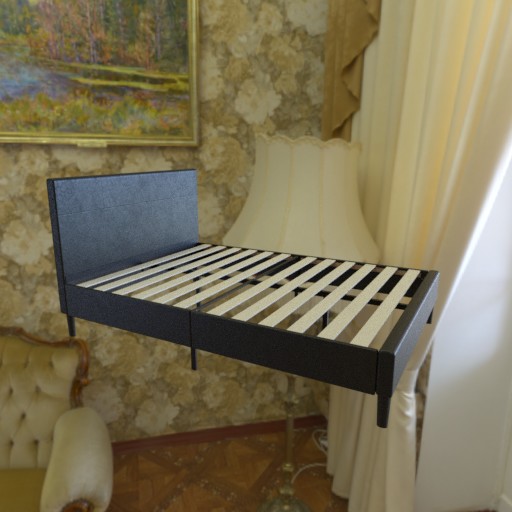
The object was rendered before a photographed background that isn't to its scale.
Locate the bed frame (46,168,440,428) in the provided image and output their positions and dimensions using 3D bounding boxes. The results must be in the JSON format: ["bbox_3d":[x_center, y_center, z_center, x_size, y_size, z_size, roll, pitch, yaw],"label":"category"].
[{"bbox_3d":[0.000,0.000,2.970,2.152,1.046,1.469,7,16,28],"label":"bed frame"}]
